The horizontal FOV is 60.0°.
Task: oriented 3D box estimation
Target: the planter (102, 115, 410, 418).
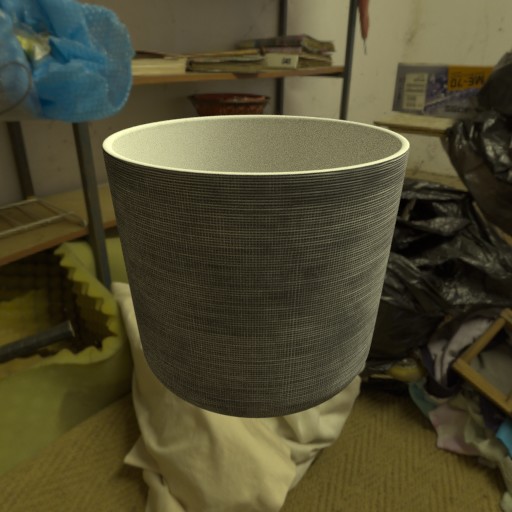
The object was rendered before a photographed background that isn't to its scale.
[{"bbox_3d":[0.000,0.000,0.748,0.440,0.398,0.440,0,25,0],"label":"planter"}]
